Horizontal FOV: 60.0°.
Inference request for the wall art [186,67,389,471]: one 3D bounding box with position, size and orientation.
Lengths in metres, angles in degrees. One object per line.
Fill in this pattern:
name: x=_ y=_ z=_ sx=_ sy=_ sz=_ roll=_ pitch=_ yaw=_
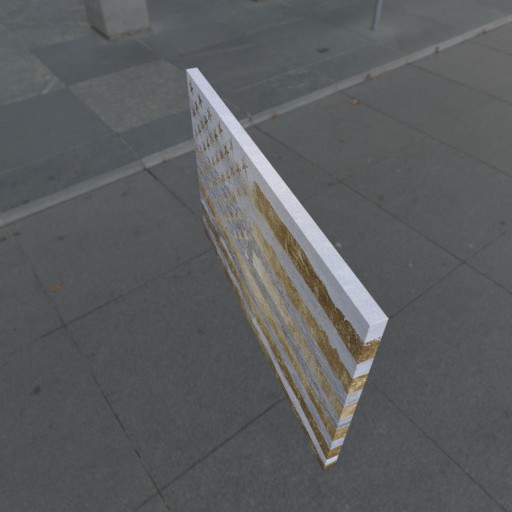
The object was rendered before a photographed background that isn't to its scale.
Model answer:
wall art: x=0.000 y=0.000 z=1.433 sx=0.041 sy=0.762 sz=1.145 roll=-17 pitch=49 yaw=-15
